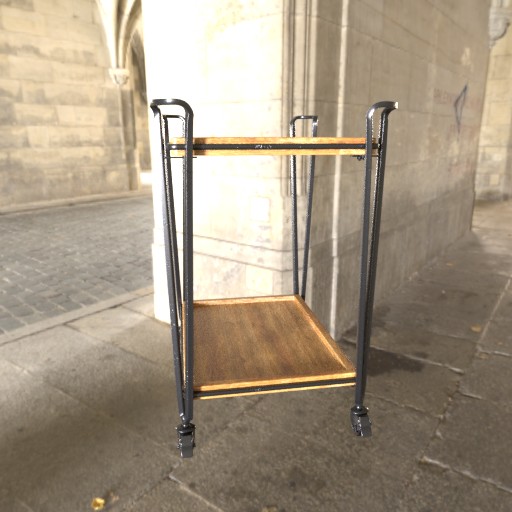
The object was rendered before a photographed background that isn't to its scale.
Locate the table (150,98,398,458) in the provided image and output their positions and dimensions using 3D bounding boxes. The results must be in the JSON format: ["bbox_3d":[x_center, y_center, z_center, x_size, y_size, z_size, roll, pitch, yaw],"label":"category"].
[{"bbox_3d":[0.000,0.000,1.248,0.505,0.785,0.672,-3,15,-9],"label":"table"}]
